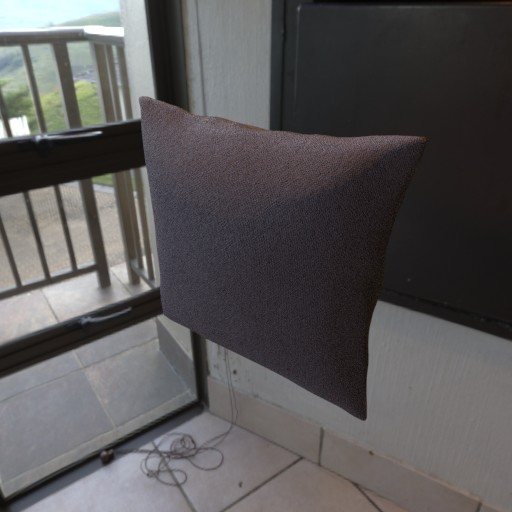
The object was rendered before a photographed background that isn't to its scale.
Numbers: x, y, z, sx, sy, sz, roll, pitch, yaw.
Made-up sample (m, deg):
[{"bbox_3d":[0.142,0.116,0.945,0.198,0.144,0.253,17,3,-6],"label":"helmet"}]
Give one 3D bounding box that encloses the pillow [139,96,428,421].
[{"bbox_3d":[0.000,0.000,0.689,0.452,0.439,0.204,20,35,31],"label":"pillow"}]
